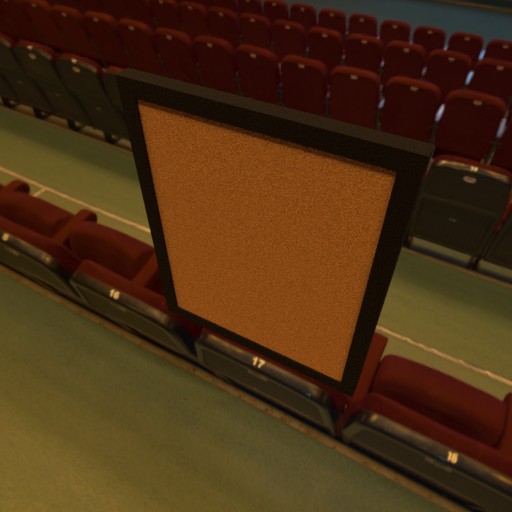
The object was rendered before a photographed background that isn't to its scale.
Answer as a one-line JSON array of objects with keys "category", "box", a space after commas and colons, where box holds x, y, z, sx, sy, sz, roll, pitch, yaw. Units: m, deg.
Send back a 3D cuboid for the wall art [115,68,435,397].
[{"category": "wall art", "box": [0.000, 0.000, 0.780, 0.457, 0.559, 0.029, 21, 49, 20]}]
